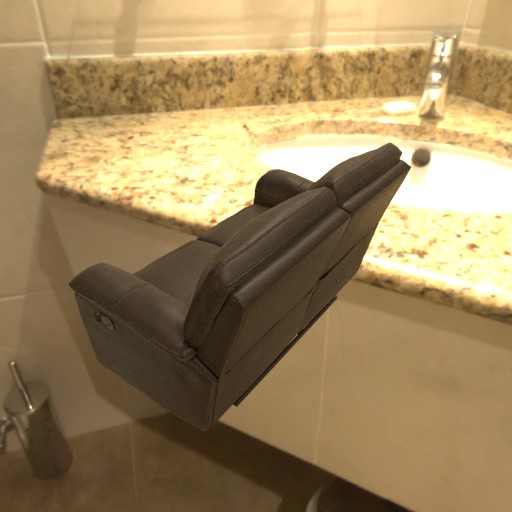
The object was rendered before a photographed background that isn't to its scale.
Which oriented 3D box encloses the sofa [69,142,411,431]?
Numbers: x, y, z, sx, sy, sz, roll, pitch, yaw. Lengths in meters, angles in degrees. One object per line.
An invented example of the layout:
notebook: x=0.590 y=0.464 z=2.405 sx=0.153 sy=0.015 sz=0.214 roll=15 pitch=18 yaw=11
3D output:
sofa: x=0.000 y=0.000 z=2.511 sx=1.104 sy=1.111 sz=1.765 roll=21 pitch=38 yaw=30
